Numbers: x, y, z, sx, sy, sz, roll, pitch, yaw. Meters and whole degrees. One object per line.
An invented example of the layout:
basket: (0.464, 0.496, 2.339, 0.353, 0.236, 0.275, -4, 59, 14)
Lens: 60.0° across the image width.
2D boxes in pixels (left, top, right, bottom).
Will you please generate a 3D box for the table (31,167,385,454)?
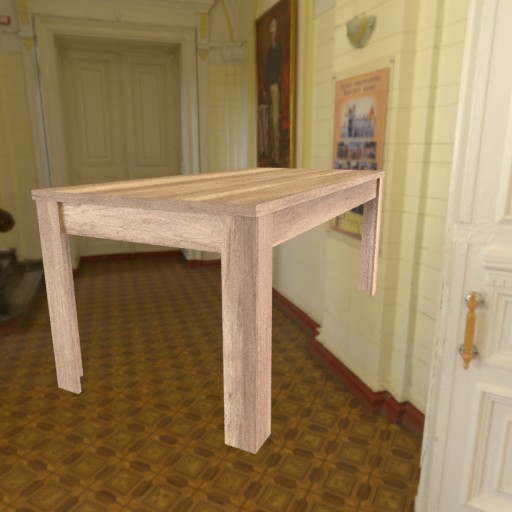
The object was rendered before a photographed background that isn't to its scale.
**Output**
table: (0.000, 0.000, 2.269, 0.900, 0.790, 1.800, 7, 16, 26)
